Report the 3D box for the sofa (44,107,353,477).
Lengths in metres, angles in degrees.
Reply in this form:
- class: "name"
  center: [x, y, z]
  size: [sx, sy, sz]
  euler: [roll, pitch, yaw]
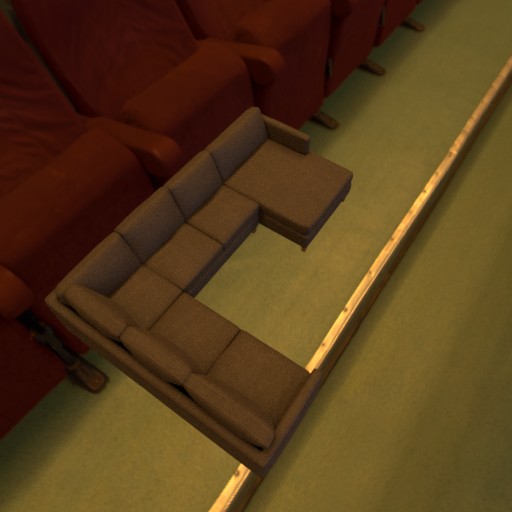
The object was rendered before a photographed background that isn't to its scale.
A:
- class: "sofa"
  center: [0.000, 0.000, 4.792]
  size: [2.594, 0.961, 3.460]
  euler: [30, 61, 18]
